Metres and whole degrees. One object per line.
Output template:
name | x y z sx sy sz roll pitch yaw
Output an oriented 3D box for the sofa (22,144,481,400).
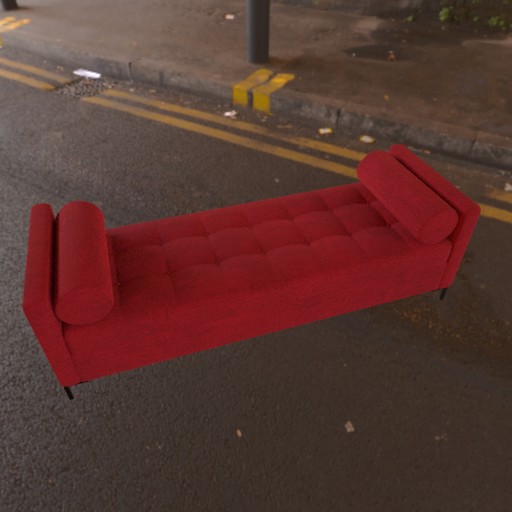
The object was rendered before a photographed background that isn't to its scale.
sofa | 0.000 0.000 2.243 1.981 0.635 0.686 -12 42 -14
